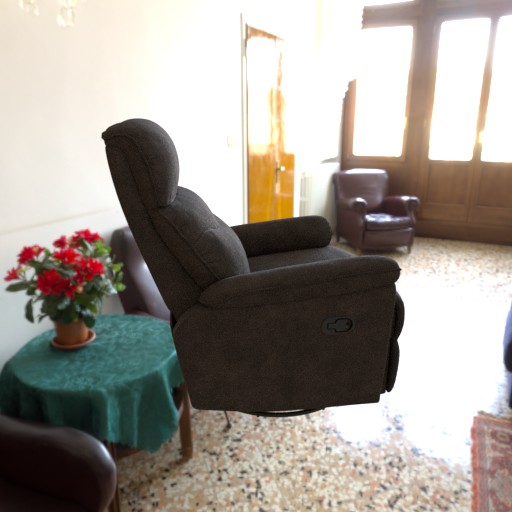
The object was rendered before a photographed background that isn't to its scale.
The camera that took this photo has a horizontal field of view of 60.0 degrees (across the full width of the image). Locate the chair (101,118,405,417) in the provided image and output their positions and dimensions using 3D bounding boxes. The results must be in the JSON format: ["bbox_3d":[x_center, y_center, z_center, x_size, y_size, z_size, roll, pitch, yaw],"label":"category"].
[{"bbox_3d":[0.000,0.000,1.745,1.009,1.035,0.830,-3,17,-10],"label":"chair"}]
